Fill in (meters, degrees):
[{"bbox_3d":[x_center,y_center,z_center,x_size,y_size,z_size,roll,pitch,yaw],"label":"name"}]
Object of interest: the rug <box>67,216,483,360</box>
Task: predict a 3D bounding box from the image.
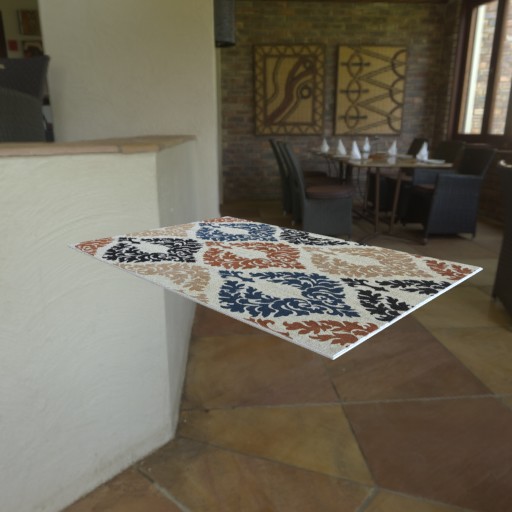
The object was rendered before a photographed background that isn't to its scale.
[{"bbox_3d":[0.000,0.000,2.873,2.275,0.014,1.514,15,22,43],"label":"rug"}]
